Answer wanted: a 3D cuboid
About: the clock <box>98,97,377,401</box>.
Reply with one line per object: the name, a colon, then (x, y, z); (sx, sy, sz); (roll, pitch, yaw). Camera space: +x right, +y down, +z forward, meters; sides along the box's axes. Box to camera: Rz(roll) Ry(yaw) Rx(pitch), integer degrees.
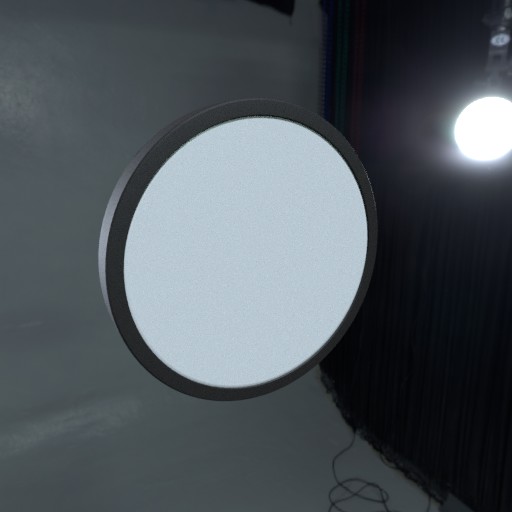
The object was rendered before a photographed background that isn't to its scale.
clock: (0.000, 0.000, 0.438); (0.293, 0.293, 0.040); (-8, 16, -28)
